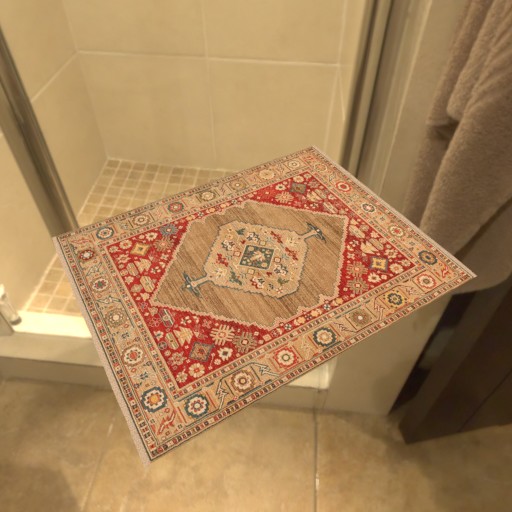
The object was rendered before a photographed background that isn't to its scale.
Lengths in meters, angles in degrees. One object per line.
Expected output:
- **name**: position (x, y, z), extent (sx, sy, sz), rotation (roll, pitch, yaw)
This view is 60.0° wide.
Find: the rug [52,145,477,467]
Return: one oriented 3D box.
- **rug**: position (0.000, 0.000, 4.105), extent (3.143, 0.008, 2.451), rotation (-24, 51, -21)
